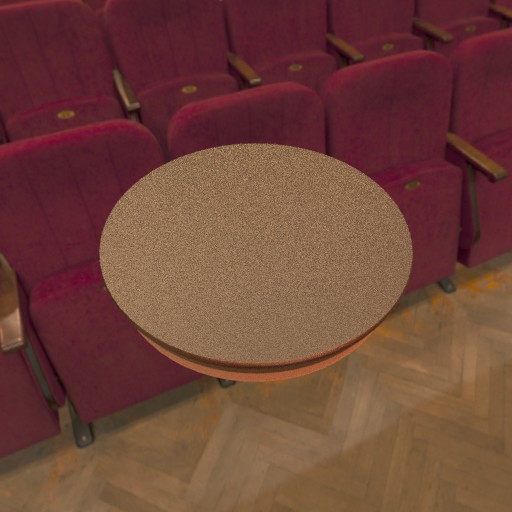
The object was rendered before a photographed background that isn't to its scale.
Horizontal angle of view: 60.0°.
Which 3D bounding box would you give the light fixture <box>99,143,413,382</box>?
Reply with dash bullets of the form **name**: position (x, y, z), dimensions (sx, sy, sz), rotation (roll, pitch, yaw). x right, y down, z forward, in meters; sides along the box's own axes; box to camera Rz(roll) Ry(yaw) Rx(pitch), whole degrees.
- **light fixture**: position (0.000, 0.000, 0.568), dimensions (0.368, 0.100, 0.368), rotation (0, 47, 0)
